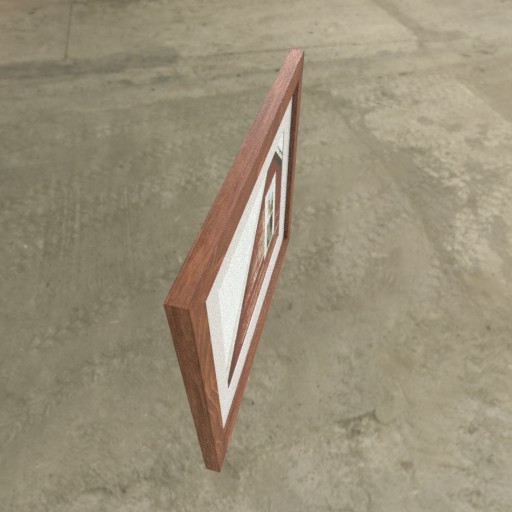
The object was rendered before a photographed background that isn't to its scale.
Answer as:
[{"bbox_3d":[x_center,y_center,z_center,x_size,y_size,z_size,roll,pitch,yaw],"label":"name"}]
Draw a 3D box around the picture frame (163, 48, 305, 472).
[{"bbox_3d":[0.000,0.000,0.744,0.025,0.457,0.559,11,48,10],"label":"picture frame"}]
